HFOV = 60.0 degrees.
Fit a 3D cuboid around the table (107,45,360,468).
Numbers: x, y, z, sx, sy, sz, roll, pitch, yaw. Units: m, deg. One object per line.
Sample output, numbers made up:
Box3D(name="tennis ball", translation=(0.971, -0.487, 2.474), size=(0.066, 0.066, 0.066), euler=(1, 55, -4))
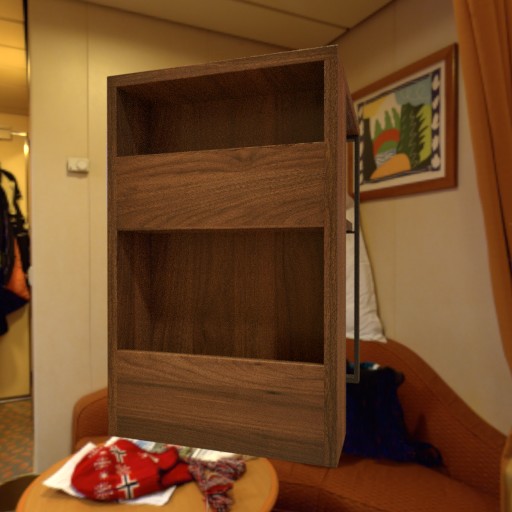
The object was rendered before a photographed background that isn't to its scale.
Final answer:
Box3D(name="table", translation=(0.000, 0.000, 1.561), size=(0.660, 1.041, 0.786), euler=(0, 0, 17))
